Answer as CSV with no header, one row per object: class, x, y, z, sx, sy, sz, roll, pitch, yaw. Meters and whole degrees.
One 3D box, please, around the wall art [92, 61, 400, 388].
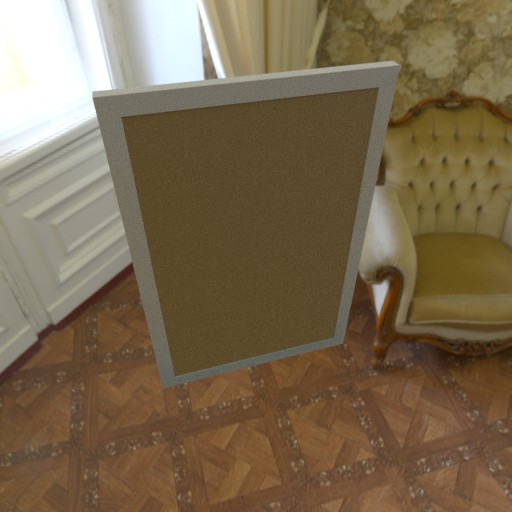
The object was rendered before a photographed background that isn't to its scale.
wall art,0.000,0.000,1.447,0.764,1.143,0.038,-11,42,-12
